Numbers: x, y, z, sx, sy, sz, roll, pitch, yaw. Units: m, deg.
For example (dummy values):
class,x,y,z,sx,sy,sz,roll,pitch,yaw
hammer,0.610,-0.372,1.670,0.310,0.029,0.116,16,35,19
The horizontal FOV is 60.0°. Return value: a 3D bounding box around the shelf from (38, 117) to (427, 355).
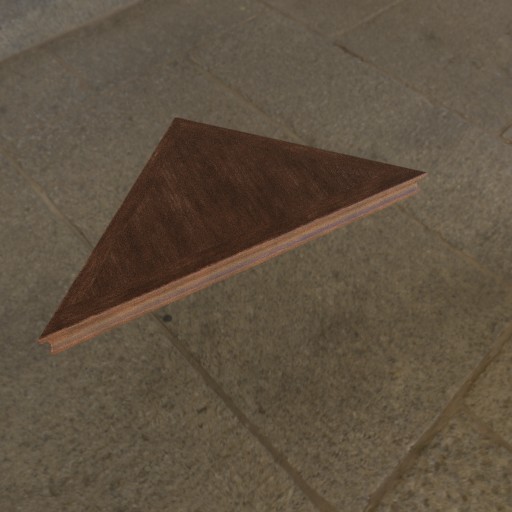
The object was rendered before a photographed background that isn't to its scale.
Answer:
class,x,y,z,sx,sy,sz,roll,pitch,yaw
shelf,0.000,0.000,0.442,0.296,0.035,0.296,15,59,9
